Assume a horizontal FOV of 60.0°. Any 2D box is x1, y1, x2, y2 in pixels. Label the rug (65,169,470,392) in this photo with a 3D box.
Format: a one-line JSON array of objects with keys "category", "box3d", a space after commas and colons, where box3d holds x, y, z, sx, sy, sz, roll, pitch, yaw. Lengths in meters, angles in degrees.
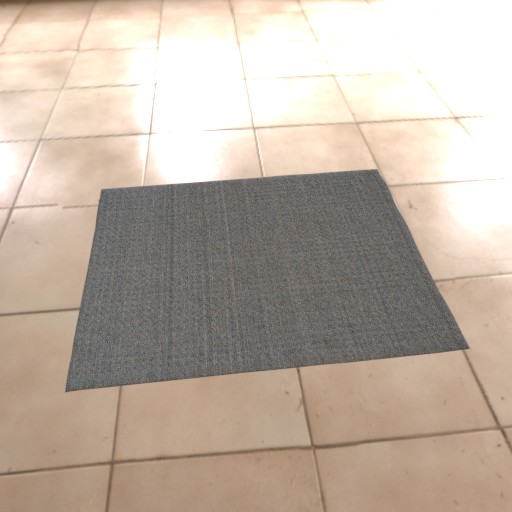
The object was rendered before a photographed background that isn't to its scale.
[{"category": "rug", "box3d": [0.000, 0.000, 4.277, 3.200, 0.007, 2.443, -5, 48, -5]}]
